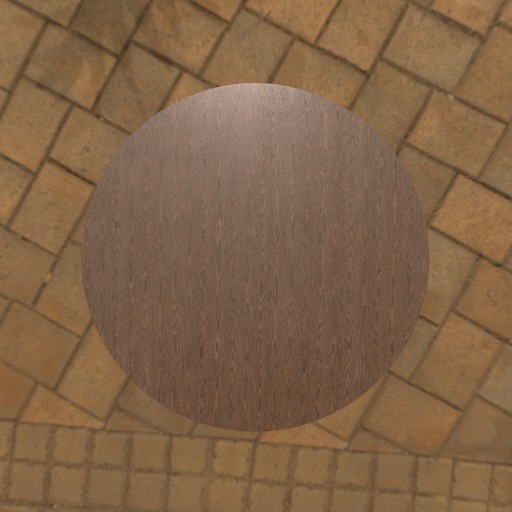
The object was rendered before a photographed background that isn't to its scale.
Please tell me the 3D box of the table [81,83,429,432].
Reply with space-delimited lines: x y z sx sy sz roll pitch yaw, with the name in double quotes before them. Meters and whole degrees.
"table" 0.000 0.000 1.731 1.053 0.786 1.053 0 91 1
